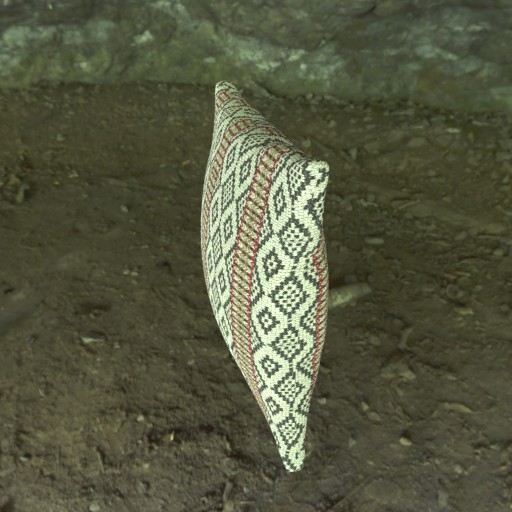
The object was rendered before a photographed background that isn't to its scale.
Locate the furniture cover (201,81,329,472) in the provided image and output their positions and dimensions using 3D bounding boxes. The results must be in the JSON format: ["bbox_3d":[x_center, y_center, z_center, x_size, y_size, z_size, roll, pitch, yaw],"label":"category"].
[{"bbox_3d":[0.000,0.000,0.778,0.182,0.506,0.503,-7,31,-13],"label":"furniture cover"}]
